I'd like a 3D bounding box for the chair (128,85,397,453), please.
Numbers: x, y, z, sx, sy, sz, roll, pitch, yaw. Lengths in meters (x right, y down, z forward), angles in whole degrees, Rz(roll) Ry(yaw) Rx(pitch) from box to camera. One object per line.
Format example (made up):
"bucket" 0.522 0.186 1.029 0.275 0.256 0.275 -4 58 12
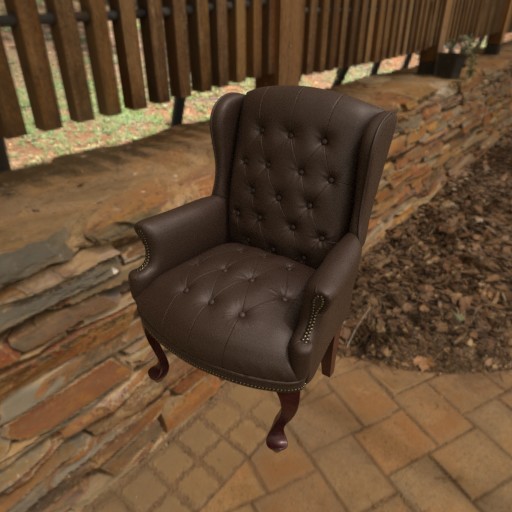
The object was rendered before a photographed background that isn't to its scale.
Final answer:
"chair" 0.000 0.000 1.691 0.829 1.132 0.819 19 36 29
